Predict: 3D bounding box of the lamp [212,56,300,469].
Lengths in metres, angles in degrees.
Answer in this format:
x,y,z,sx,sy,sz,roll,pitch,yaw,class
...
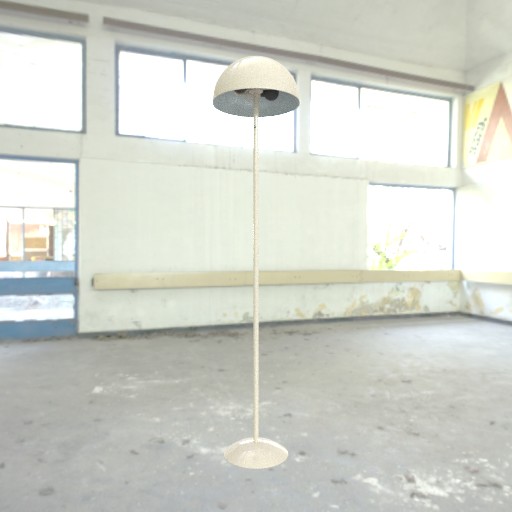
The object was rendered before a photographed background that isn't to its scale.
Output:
x,y,z,sx,sy,sz,roll,pitch,yaw,class
0.000,0.000,1.658,0.328,1.480,0.328,0,0,-19,lamp
